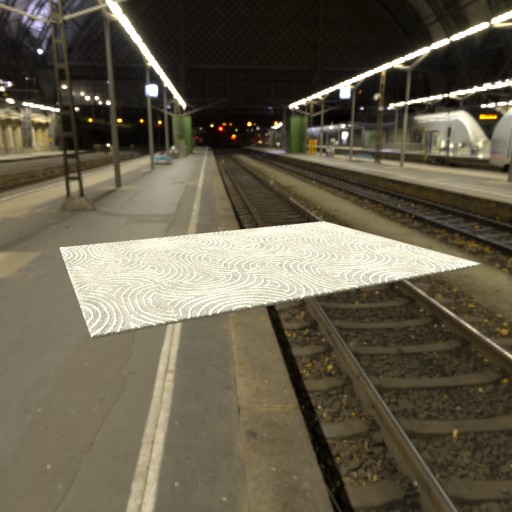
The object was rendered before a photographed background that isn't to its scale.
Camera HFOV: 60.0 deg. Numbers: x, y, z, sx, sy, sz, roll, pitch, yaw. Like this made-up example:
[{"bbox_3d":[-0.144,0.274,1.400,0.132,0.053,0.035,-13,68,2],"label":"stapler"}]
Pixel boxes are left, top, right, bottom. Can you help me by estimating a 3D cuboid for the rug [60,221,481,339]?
[{"bbox_3d":[0.000,0.000,2.759,2.144,0.015,1.543,-7,16,-26],"label":"rug"}]
